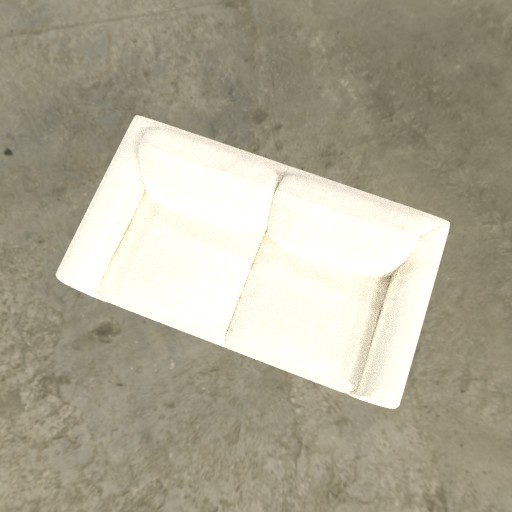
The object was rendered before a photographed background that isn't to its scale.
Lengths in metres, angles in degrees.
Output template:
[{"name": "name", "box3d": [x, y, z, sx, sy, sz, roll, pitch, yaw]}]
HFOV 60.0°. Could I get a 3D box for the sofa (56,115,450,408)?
[{"name": "sofa", "box3d": [0.000, 0.000, 2.521, 1.920, 0.801, 1.069, 20, 76, 5]}]
